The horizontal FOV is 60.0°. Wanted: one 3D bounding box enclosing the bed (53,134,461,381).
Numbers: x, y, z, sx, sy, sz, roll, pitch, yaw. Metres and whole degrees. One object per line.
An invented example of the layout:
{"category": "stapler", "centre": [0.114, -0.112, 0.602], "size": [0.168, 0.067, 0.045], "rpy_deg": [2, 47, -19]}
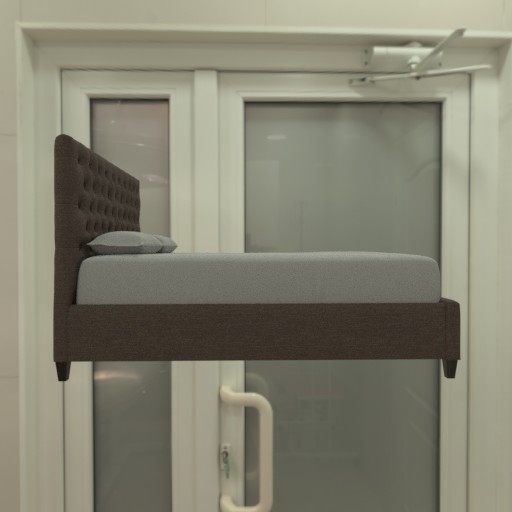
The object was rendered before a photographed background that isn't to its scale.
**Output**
{"category": "bed", "centre": [0.000, 0.000, 3.401], "size": [2.387, 1.427, 1.698], "rpy_deg": [0, 1, -1]}
